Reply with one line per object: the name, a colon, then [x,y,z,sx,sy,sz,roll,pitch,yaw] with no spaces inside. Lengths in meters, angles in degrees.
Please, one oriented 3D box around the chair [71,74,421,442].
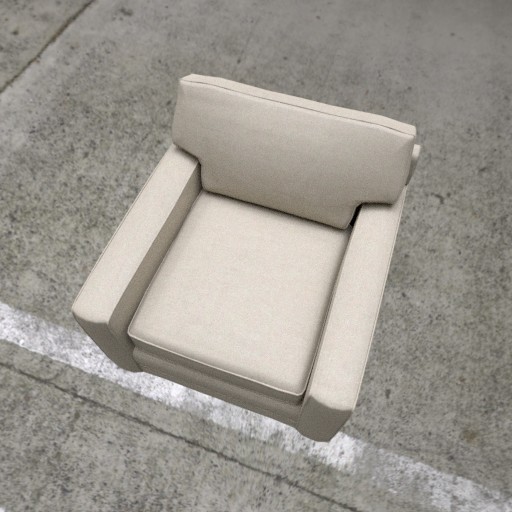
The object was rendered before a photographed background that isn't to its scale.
chair: [0.000,0.000,1.779,0.998,0.913,1.043,17,60,10]
